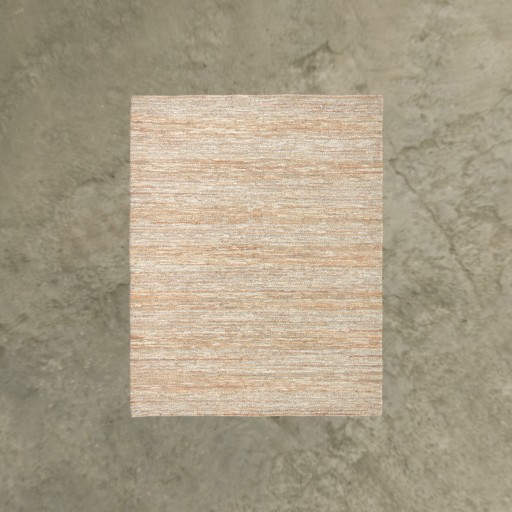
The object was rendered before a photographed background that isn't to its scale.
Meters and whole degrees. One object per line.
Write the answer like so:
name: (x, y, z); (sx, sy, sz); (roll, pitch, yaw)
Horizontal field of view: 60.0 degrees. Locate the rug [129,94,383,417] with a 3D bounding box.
rug: (0.000, 0.000, 4.033); (2.313, 0.009, 2.939); (0, 90, 0)
